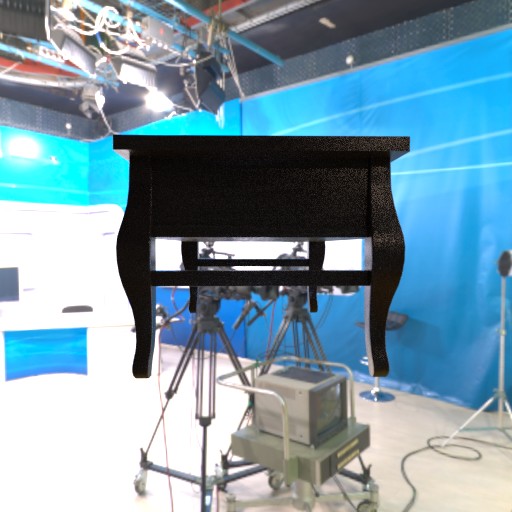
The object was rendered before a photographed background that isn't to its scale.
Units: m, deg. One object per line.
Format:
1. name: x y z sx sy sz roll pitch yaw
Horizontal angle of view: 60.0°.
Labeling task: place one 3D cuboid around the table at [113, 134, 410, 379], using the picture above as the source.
1. table: 0.000 0.000 1.402 0.600 0.494 1.062 0 1 -1
